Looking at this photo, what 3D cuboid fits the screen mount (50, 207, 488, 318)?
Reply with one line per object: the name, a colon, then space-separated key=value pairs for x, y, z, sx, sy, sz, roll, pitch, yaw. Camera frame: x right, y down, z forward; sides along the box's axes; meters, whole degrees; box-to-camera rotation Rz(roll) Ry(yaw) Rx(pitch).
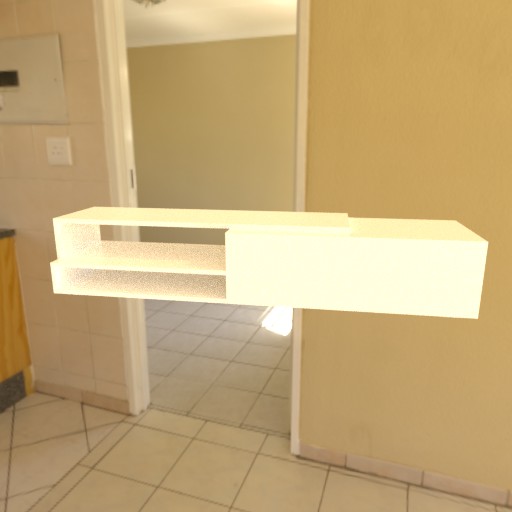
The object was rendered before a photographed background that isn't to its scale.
screen mount: x=0.000 y=0.000 z=1.885 sx=1.680 sy=0.320 sz=0.420 roll=2 pitch=15 yaw=9
